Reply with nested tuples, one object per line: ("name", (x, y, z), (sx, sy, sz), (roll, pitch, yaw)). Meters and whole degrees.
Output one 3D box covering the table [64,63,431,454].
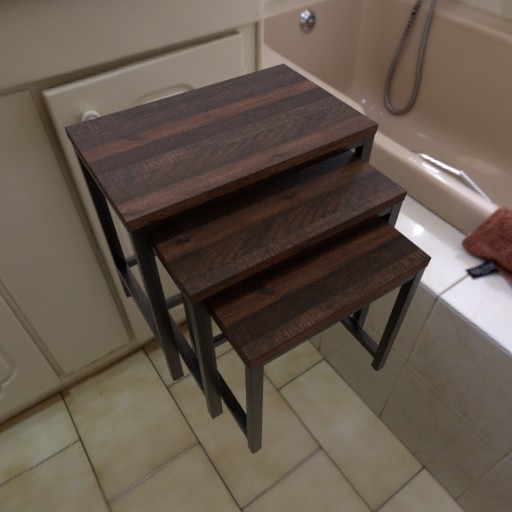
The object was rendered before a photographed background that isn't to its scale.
("table", (0.000, 0.000, 1.152), (0.608, 0.616, 0.660), (-25, 52, -22))
